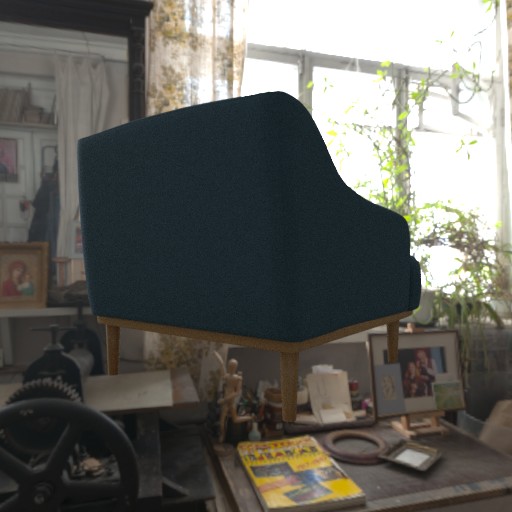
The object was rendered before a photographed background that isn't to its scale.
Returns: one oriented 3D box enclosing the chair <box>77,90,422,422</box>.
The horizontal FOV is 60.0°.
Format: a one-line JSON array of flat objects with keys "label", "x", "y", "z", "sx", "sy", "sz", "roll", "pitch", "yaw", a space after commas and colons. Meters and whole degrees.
[{"label": "chair", "x": 0.000, "y": 0.000, "z": 1.612, "sx": 0.946, "sy": 0.818, "sz": 0.951, "roll": 0, "pitch": 1, "yaw": 35}]
